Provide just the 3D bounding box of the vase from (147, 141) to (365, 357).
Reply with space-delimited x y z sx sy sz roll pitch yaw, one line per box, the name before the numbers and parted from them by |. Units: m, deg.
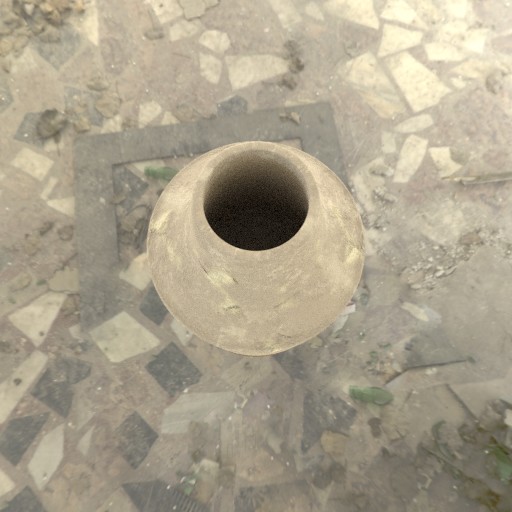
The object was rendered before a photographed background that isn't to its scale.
vase | 0.000 0.000 0.424 0.184 0.305 0.184 0 76 0
